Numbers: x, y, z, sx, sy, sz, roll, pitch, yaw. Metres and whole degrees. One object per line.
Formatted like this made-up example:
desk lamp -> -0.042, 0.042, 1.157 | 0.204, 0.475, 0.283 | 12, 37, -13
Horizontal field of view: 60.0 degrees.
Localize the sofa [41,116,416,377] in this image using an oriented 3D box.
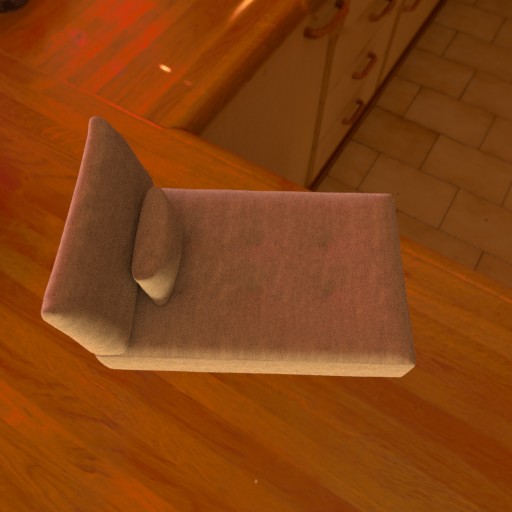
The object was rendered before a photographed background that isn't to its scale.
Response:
sofa -> 0.000, 0.000, 2.013 | 1.450, 0.820, 0.930 | 1, 63, 1
